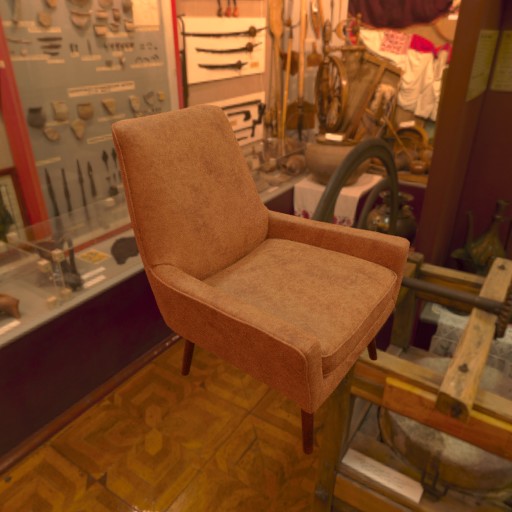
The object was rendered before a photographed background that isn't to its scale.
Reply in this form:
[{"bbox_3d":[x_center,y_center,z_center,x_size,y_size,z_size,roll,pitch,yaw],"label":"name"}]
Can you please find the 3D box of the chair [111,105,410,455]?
[{"bbox_3d":[0.000,0.000,1.510,0.851,0.883,0.753,18,33,31],"label":"chair"}]
